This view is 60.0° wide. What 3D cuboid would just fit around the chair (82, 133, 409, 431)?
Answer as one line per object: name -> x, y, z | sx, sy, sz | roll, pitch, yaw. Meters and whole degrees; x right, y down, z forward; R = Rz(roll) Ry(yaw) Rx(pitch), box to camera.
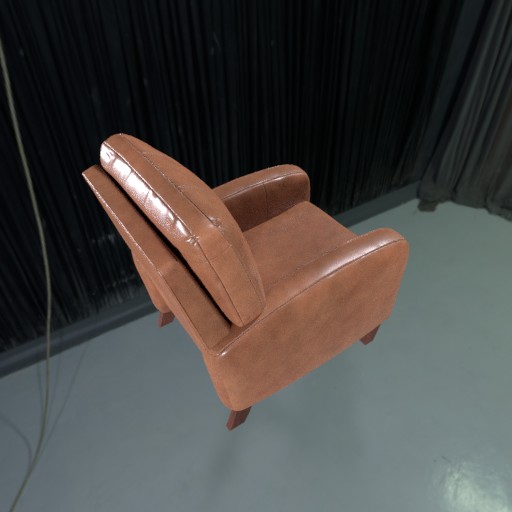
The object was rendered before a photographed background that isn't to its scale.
chair -> 0.000, 0.000, 1.743 | 0.990, 0.990, 0.762 | -24, 46, -25
